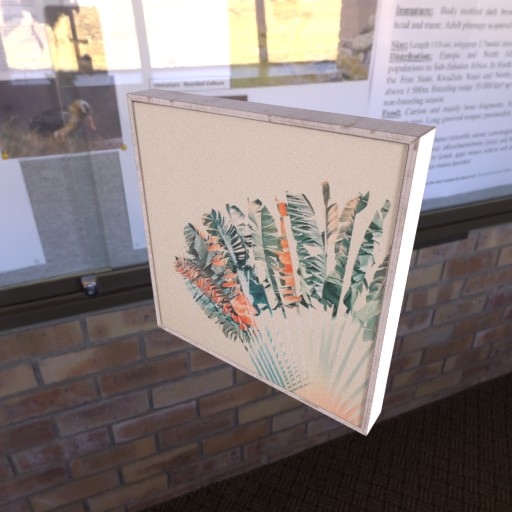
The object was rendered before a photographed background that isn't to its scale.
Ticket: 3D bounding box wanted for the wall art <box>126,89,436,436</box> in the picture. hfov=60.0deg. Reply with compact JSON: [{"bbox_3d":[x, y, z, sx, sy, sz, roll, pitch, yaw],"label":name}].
[{"bbox_3d":[0.000,0.000,0.469,0.305,0.303,0.038,19,35,31],"label":"wall art"}]
